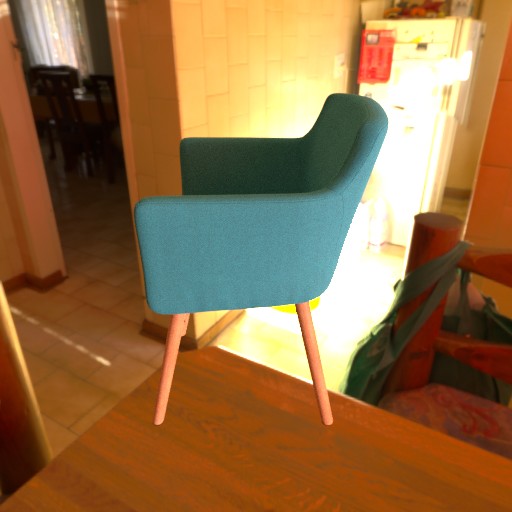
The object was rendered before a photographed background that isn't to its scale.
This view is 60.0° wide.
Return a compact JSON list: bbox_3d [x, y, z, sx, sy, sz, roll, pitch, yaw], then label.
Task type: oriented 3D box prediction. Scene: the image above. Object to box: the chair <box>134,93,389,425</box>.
[{"bbox_3d":[0.000,0.000,1.151,0.540,0.780,0.570,0,26,0],"label":"chair"}]
